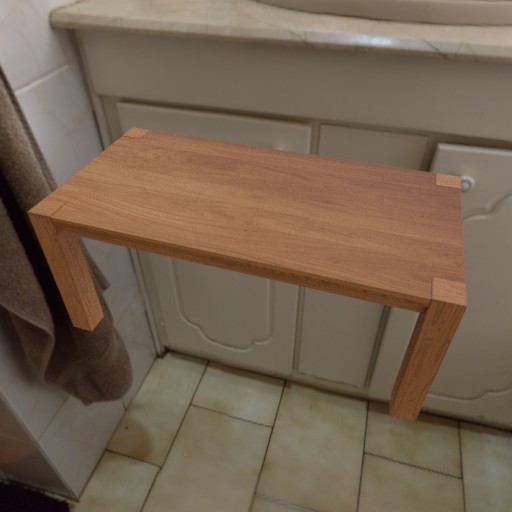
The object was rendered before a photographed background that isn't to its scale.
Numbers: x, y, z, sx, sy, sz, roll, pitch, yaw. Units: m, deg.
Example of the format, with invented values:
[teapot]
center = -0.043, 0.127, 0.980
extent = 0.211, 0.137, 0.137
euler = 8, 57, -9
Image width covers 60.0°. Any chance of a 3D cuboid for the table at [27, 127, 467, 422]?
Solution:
[table]
center = 0.000, 0.000, 2.285
extent = 1.800, 0.760, 0.900
euler = 12, 42, 14
